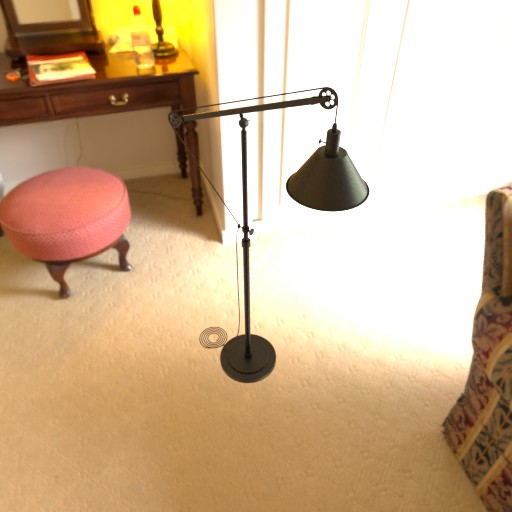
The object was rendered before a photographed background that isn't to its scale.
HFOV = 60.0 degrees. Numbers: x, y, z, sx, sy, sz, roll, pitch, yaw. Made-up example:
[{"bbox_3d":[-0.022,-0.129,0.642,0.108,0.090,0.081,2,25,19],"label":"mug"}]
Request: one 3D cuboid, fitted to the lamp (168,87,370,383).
[{"bbox_3d":[0.000,0.000,1.987,0.904,1.626,0.319,26,47,27],"label":"lamp"}]
